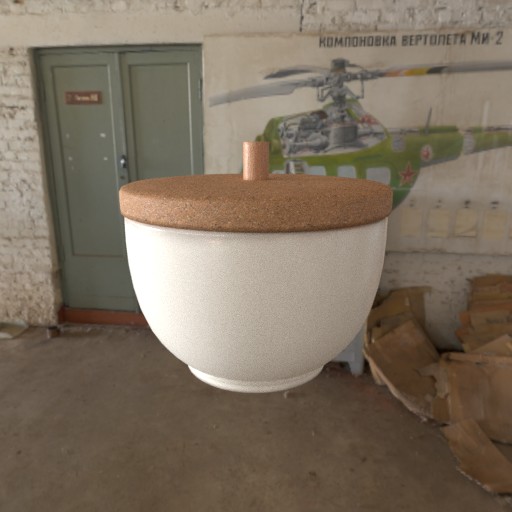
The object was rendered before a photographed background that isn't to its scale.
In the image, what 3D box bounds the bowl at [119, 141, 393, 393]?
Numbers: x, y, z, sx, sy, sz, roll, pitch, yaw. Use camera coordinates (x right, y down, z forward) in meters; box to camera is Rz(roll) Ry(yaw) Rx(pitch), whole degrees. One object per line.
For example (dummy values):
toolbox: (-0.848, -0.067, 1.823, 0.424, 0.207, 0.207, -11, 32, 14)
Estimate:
bowl: (0.000, 0.000, 0.221, 0.126, 0.110, 0.126, 0, 14, 0)
